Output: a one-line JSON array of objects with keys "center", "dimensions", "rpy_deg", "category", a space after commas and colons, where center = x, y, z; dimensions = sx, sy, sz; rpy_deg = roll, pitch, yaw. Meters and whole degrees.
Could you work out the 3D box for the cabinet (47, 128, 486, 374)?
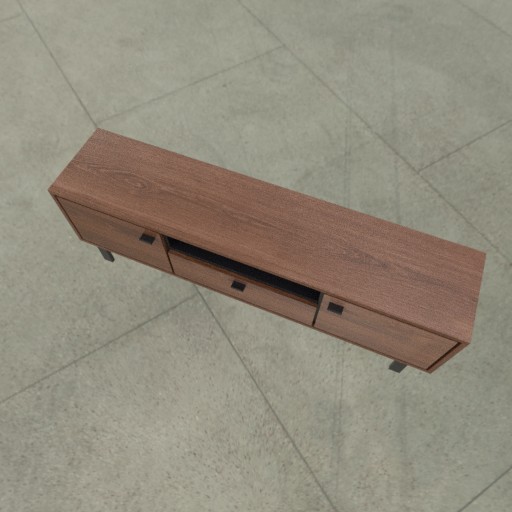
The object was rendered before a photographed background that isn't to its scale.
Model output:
[{"center": [0.000, 0.000, 1.894], "dimensions": [1.650, 0.500, 0.400], "rpy_deg": [20, 62, 11], "category": "cabinet"}]
